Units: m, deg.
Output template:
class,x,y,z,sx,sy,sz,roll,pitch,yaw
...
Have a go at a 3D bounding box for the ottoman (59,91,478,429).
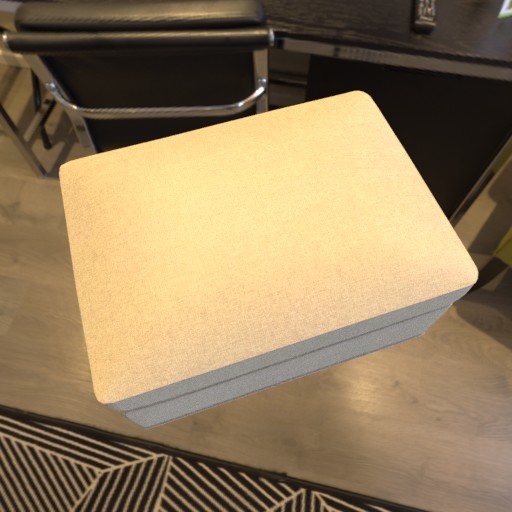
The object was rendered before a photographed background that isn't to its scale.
class,x,y,z,sx,sy,sz,roll,pitch,yaw
ottoman,0.000,0.000,1.196,0.843,0.504,0.619,-16,64,-8
